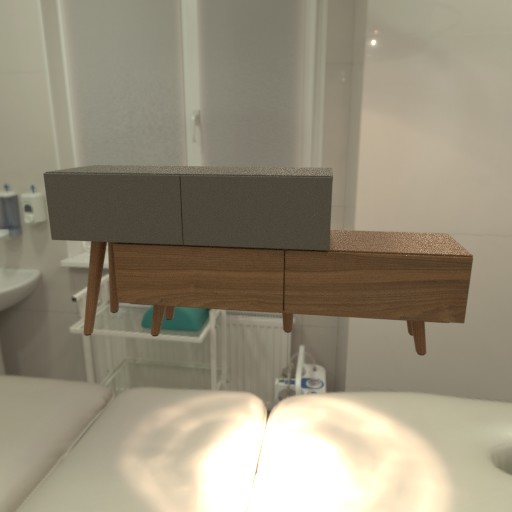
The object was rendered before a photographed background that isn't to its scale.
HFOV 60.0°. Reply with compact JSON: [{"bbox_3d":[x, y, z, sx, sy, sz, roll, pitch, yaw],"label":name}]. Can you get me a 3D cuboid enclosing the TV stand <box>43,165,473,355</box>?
[{"bbox_3d":[0.000,0.000,1.558,1.336,0.591,0.329,2,16,8],"label":"TV stand"}]
